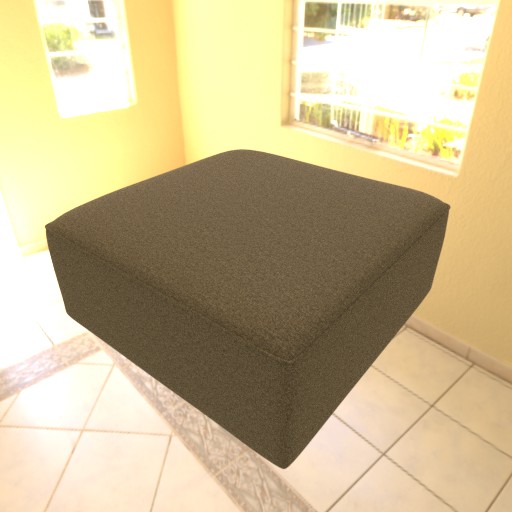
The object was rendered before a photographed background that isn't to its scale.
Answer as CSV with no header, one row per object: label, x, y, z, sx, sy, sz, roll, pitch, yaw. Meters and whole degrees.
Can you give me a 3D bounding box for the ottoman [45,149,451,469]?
ottoman,0.000,0.000,1.590,1.005,0.464,1.015,23,38,32
